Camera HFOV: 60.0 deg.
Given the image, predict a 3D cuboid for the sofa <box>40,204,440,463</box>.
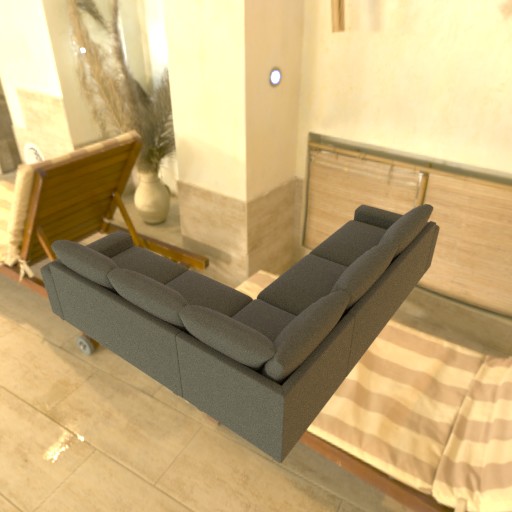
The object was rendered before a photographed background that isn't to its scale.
[{"bbox_3d":[0.000,0.000,4.819,2.895,0.965,3.277,21,37,31],"label":"sofa"}]
